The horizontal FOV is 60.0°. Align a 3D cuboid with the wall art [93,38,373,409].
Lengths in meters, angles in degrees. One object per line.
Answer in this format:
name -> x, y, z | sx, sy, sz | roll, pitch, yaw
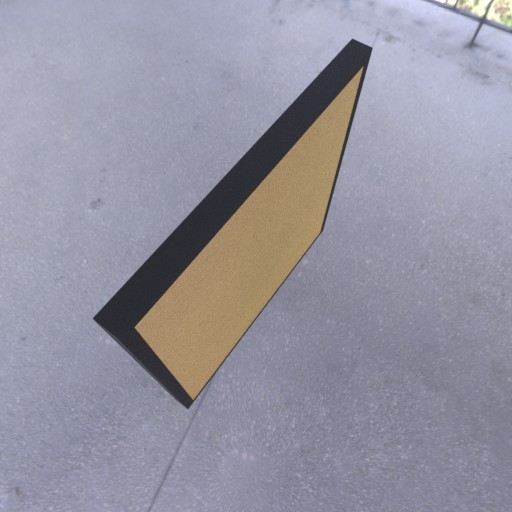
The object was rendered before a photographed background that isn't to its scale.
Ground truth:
wall art -> 0.000, 0.000, 0.754 | 0.033, 0.507, 0.508 | 33, 68, 15
